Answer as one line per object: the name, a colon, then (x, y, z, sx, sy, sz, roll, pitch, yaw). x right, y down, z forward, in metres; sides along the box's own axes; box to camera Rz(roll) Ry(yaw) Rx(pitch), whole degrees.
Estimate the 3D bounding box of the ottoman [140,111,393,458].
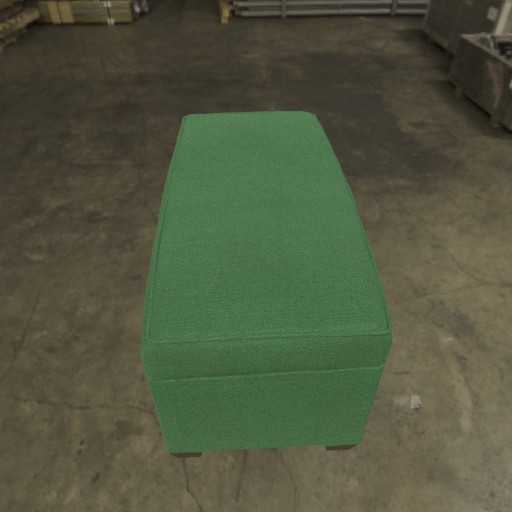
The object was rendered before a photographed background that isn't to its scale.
ottoman: (0.000, 0.000, 1.227, 0.483, 0.471, 0.957, -2, 41, -2)
